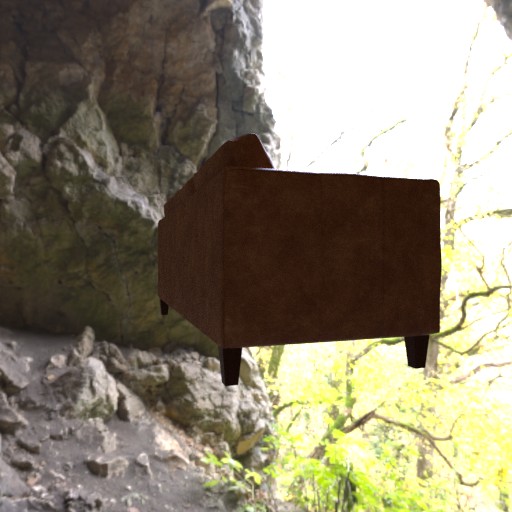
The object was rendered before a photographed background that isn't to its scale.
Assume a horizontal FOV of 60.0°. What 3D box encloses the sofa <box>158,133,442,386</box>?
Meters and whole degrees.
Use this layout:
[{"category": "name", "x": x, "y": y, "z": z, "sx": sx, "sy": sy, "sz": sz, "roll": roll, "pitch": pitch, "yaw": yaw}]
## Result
[{"category": "sofa", "x": 0.000, "y": 0.000, "z": 2.933, "sx": 1.045, "sy": 1.006, "sz": 2.464, "roll": 0, "pitch": 0, "yaw": -18}]
